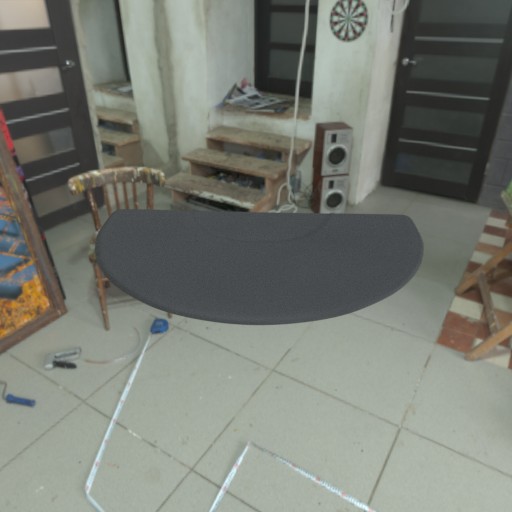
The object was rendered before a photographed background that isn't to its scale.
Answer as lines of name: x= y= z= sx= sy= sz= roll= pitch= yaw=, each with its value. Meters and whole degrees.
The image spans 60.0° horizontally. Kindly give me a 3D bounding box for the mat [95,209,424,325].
mat: x=0.000 y=0.000 z=1.897 sx=1.525 sy=0.016 sz=0.917 roll=1 pitch=30 yaw=2
